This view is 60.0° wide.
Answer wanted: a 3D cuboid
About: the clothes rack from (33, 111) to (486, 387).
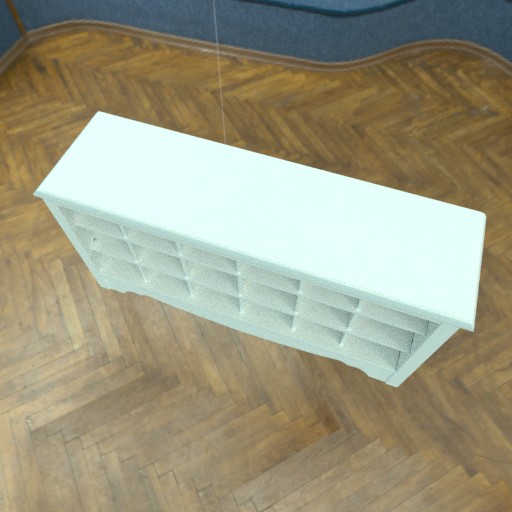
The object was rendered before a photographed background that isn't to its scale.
[{"bbox_3d":[0.000,0.000,1.353,1.120,0.531,0.324,17,61,10],"label":"clothes rack"}]
